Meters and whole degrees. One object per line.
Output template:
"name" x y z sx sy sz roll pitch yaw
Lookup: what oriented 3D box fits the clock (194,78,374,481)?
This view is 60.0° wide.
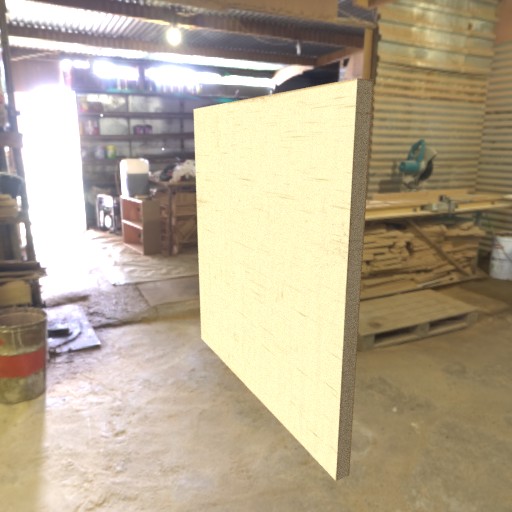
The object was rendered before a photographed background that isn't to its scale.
"clock" 0.000 0.000 1.051 0.032 0.705 0.705 -7 16 -27
